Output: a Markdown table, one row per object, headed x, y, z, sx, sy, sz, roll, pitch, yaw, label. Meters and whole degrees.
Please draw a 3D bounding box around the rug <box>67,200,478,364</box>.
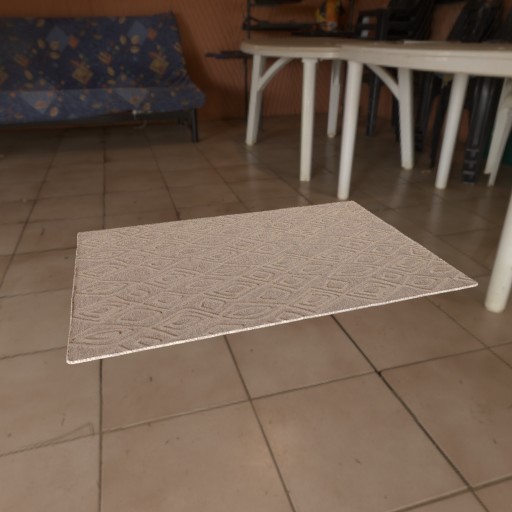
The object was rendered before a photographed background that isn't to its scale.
| x | y | z | sx | sy | sz | roll | pitch | yaw | label |
| --- | --- | --- | --- | --- | --- | --- | --- | --- | --- |
| 0.000 | 0.000 | 2.365 | 1.832 | 0.016 | 1.224 | -8 | 28 | -16 | rug |
